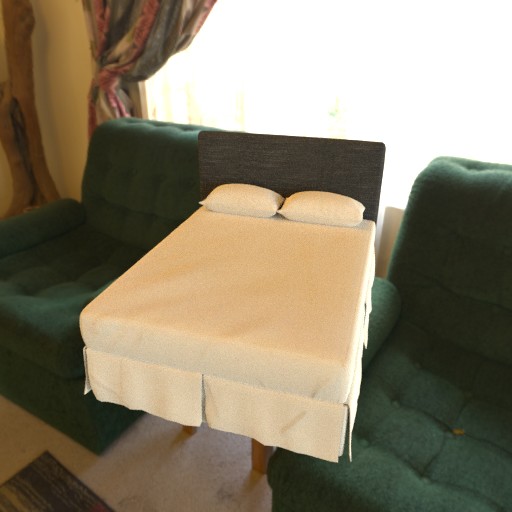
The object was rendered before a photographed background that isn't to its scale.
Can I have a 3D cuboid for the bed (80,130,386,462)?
[{"bbox_3d":[0.000,0.000,3.234,1.723,1.330,2.142,8,28,15],"label":"bed"}]
